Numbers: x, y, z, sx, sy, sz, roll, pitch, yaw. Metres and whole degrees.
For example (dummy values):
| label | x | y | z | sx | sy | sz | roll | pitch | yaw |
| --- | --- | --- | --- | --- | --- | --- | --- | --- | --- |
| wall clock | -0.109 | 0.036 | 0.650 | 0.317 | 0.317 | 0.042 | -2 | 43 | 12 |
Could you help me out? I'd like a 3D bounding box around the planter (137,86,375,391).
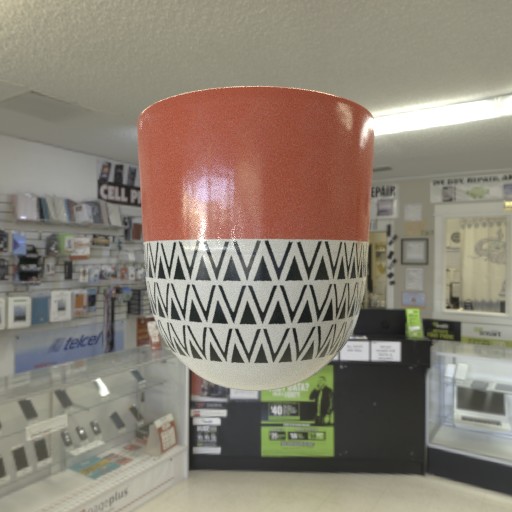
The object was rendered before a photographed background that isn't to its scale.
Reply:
| label | x | y | z | sx | sy | sz | roll | pitch | yaw |
| --- | --- | --- | --- | --- | --- | --- | --- | --- | --- |
| planter | 0.000 | 0.000 | 0.376 | 0.195 | 0.214 | 0.195 | 0 | 0 | 0 |
